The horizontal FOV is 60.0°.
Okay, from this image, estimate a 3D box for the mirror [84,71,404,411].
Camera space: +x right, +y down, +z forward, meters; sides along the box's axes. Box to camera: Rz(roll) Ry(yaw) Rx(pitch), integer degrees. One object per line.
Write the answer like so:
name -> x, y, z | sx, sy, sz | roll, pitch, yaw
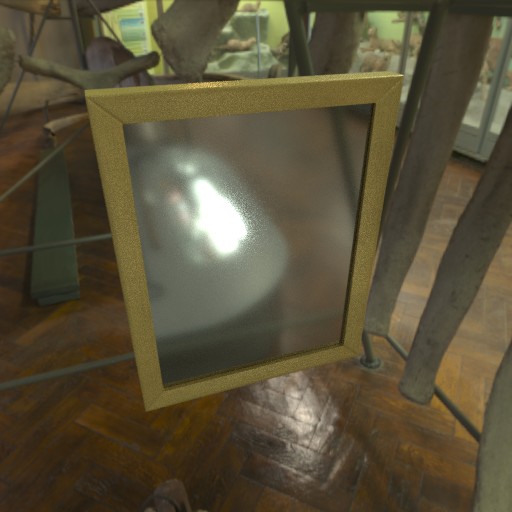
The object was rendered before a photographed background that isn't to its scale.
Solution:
mirror -> 0.000, 0.000, 0.683 | 0.405, 0.508, 0.041 | -10, 33, -16
